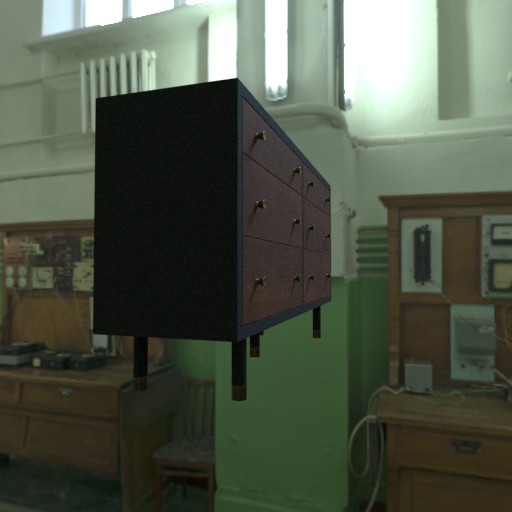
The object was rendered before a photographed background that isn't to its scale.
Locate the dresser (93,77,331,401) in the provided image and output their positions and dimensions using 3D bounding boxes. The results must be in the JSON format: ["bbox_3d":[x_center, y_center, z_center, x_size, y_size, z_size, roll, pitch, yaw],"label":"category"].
[{"bbox_3d":[0.000,0.000,1.935,0.463,0.872,1.558,-1,-2,18],"label":"dresser"}]
